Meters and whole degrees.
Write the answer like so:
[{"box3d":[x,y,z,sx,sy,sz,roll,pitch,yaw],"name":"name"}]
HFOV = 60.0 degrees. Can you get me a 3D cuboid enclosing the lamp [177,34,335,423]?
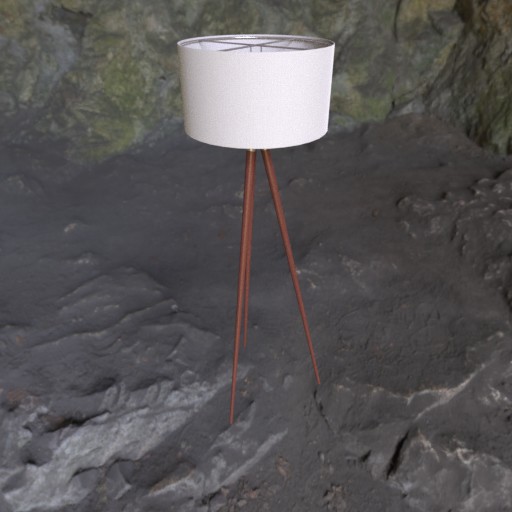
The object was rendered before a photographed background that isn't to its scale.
[{"box3d":[0.000,0.000,1.778,0.483,1.553,0.483,20,37,29],"name":"lamp"}]
